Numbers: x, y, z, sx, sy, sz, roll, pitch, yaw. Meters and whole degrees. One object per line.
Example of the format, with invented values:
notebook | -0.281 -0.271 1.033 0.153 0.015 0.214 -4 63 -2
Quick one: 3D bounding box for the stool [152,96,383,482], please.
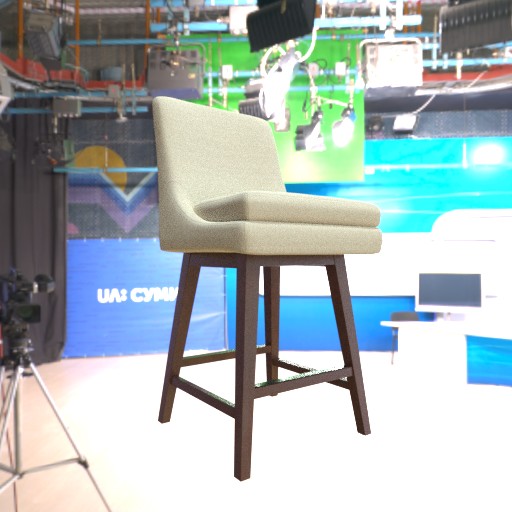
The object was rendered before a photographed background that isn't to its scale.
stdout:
stool | 0.000 0.000 1.293 0.483 0.991 0.559 0 0 -36
